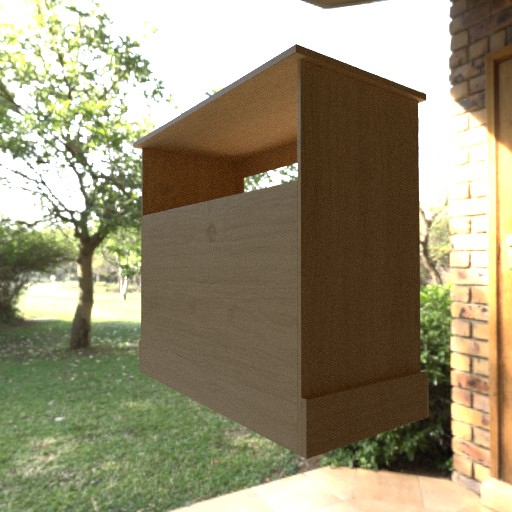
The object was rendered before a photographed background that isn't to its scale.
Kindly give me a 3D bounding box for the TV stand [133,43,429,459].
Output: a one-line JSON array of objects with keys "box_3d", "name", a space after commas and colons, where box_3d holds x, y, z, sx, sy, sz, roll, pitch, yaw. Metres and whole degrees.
[{"box_3d": [0.000, 0.000, 1.302, 0.430, 0.787, 0.851, 1, -1, -36], "name": "TV stand"}]
